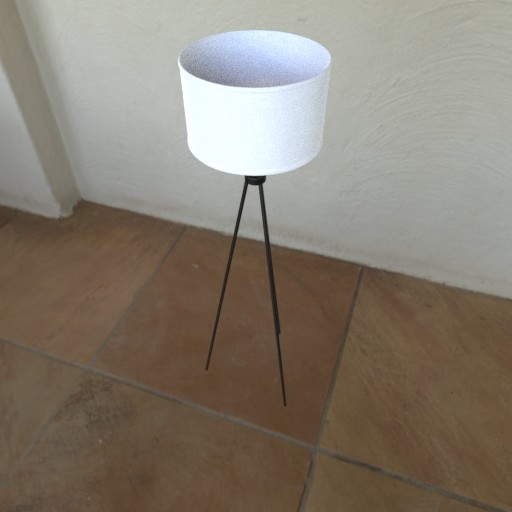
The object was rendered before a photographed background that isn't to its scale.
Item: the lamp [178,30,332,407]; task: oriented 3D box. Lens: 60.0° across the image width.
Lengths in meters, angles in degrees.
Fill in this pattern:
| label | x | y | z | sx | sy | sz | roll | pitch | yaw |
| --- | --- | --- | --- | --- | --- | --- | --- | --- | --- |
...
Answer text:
| label | x | y | z | sx | sy | sz | roll | pitch | yaw |
| --- | --- | --- | --- | --- | --- | --- | --- | --- | --- |
| lamp | 0.000 | 0.000 | 1.739 | 0.448 | 1.545 | 0.458 | 16 | 47 | 16 |
